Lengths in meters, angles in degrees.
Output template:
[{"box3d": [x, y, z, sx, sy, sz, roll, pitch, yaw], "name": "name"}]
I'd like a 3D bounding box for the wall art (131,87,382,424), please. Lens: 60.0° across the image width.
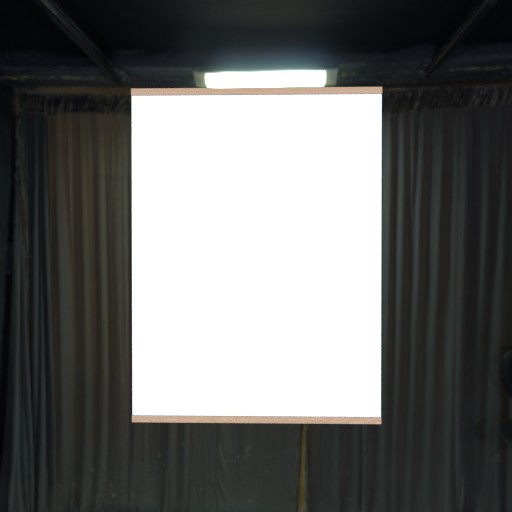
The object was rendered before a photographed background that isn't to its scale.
[{"box3d": [0.000, 0.000, 1.350, 0.758, 1.016, 0.013, 0, 1, 1], "name": "wall art"}]
